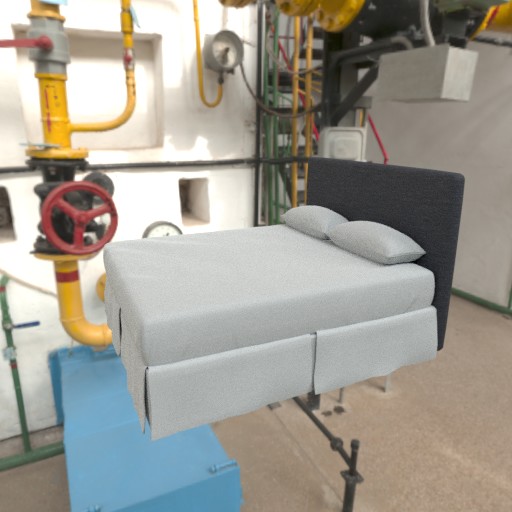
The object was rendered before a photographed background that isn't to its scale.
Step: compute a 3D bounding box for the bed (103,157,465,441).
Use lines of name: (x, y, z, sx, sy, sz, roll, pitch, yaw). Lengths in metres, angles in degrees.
bed: (0.000, 0.000, 3.360, 2.142, 1.330, 1.884, -7, 18, -23)
